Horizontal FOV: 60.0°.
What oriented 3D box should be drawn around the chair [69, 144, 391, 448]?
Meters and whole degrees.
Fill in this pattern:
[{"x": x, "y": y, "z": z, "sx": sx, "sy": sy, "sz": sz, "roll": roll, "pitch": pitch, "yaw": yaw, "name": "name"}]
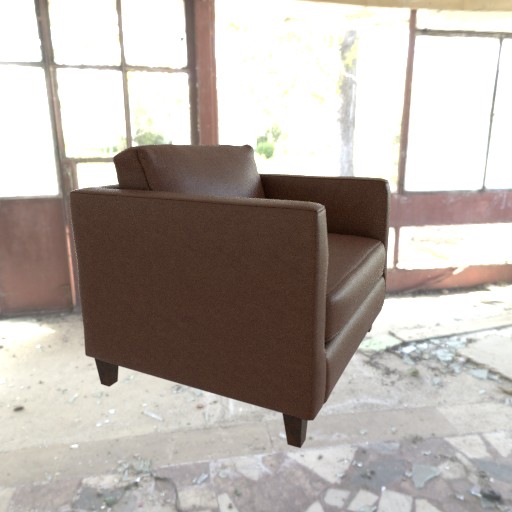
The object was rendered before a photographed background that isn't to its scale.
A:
[{"x": 0.000, "y": 0.000, "z": 1.870, "sx": 0.959, "sy": 0.917, "sz": 1.107, "roll": 7, "pitch": 17, "yaw": 26, "name": "chair"}]
